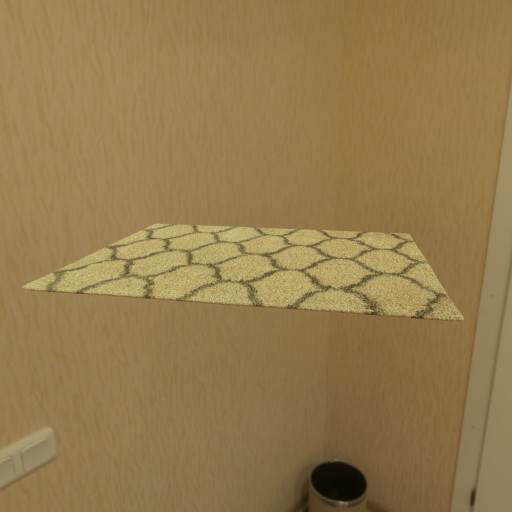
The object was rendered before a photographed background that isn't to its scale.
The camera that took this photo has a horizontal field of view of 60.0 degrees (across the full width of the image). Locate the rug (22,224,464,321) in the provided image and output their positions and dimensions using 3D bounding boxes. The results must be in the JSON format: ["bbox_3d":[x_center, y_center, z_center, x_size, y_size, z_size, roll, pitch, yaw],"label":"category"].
[{"bbox_3d":[0.000,0.000,4.046,3.000,0.026,2.399,3,16,11],"label":"rug"}]
